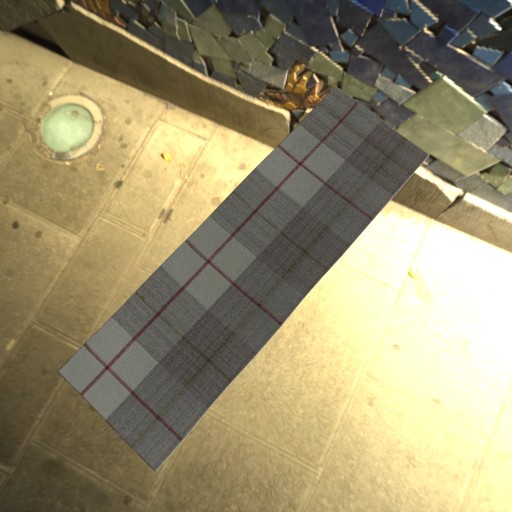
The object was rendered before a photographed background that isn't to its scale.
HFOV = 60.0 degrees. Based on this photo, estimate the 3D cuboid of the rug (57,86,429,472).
[{"bbox_3d":[0.000,0.000,2.615,0.762,0.013,2.439,40,78,10],"label":"rug"}]
